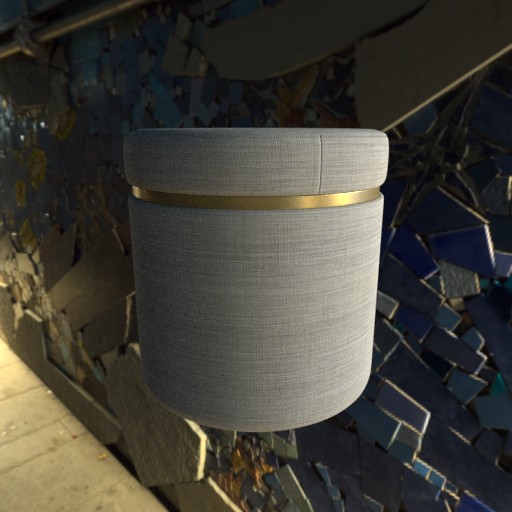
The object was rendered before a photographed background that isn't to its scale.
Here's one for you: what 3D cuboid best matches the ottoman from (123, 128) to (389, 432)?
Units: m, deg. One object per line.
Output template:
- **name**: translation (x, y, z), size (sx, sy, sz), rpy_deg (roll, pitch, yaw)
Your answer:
- **ottoman**: translation (0.000, 0.000, 0.740), size (0.400, 0.406, 0.400), rpy_deg (0, 15, 0)
